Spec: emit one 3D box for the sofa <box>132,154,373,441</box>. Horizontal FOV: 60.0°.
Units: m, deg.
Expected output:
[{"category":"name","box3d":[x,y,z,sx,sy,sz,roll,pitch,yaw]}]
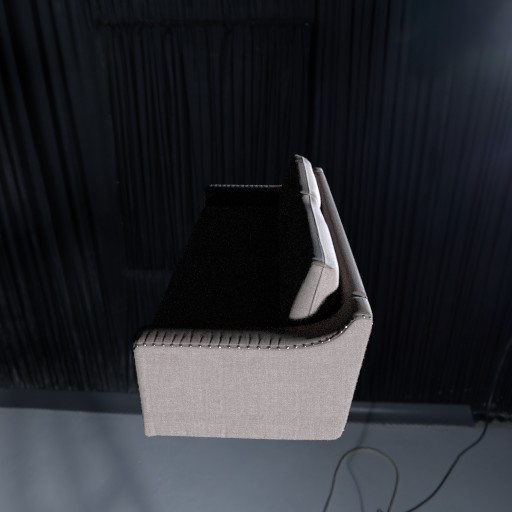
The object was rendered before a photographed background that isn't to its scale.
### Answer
[{"category":"sofa","box3d":[0.000,0.000,2.822,1.000,0.857,2.208,1,26,2]}]
